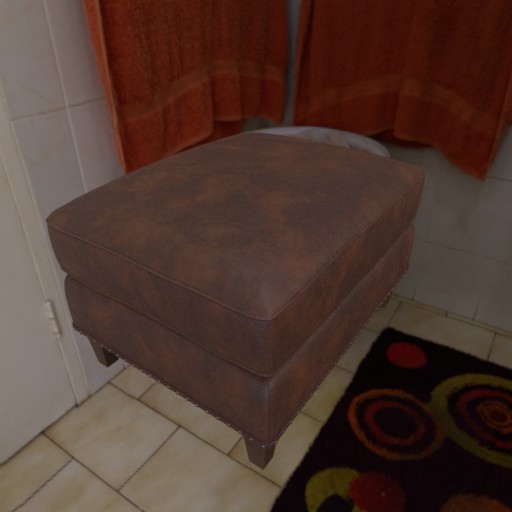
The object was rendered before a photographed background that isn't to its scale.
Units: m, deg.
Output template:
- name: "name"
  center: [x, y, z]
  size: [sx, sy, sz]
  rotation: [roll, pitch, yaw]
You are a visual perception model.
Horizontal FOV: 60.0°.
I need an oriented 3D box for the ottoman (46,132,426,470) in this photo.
- name: "ottoman"
  center: [0.000, 0.000, 1.116]
  size: [0.586, 0.486, 0.742]
  rotation: [20, 37, 30]
